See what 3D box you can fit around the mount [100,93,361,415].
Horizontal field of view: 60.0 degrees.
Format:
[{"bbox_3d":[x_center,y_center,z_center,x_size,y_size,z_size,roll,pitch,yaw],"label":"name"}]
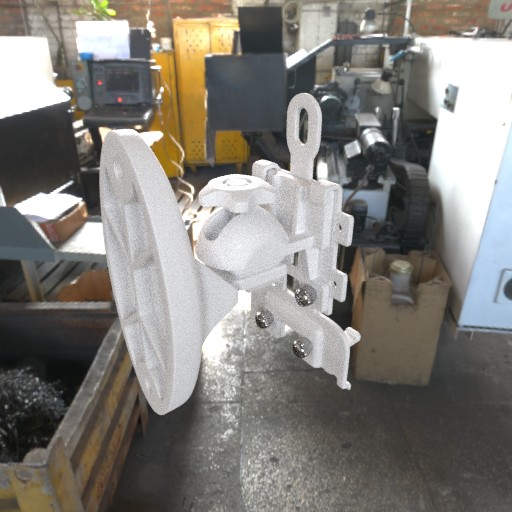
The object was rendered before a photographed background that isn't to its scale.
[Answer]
[{"bbox_3d":[0.000,0.000,0.174,0.100,0.118,0.066,-19,32,-32],"label":"mount"}]
